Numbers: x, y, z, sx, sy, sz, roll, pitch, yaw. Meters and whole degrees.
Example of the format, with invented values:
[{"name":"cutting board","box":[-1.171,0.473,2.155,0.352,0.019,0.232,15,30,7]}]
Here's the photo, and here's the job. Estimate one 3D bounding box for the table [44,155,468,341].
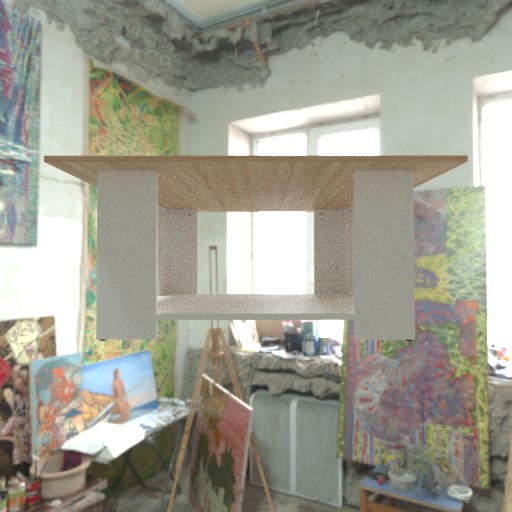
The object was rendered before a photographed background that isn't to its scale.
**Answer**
[{"name":"table","box":[0.000,0.000,1.032,0.670,0.305,0.670,0,-1,0]}]
